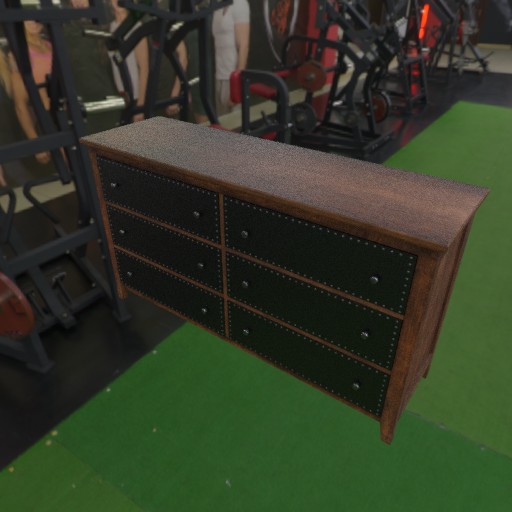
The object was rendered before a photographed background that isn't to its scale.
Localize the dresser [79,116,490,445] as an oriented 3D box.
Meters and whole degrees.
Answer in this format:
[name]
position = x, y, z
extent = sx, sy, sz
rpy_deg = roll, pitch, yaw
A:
[dresser]
position = 0.000, 0.000, 1.895
extent = 1.551, 0.856, 0.463
rpy_deg = 21, 37, 30
